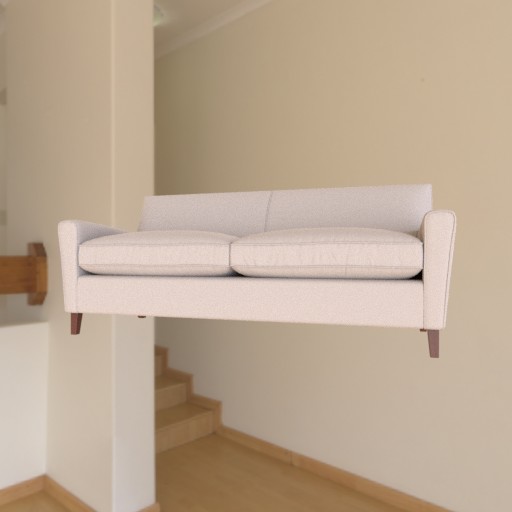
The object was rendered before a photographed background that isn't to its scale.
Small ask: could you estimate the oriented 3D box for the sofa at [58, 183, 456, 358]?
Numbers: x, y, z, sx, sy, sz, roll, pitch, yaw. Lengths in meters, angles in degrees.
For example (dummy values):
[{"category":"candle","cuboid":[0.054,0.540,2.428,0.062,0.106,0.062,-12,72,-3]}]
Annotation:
[{"category":"sofa","cuboid":[0.000,0.000,2.497,2.000,0.846,0.875,0,0,17]}]
